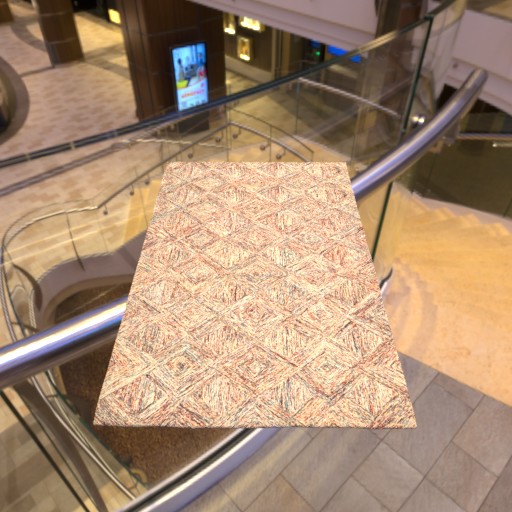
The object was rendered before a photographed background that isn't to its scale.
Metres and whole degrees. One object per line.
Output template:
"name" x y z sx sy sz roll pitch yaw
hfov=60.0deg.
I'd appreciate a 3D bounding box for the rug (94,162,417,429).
"rug" 0.000 0.000 2.184 1.143 0.014 1.761 0 43 0
